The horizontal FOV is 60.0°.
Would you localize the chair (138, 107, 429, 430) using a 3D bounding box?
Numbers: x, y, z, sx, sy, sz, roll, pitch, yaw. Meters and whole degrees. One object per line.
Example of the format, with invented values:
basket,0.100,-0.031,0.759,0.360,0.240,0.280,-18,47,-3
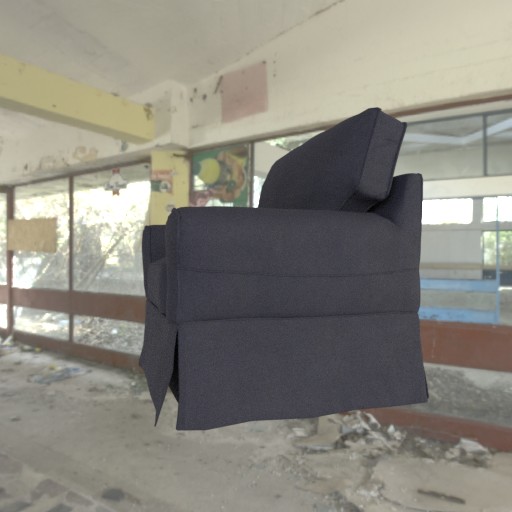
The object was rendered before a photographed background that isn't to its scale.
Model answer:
chair,0.000,0.000,1.991,1.002,1.140,1.119,0,0,-20
